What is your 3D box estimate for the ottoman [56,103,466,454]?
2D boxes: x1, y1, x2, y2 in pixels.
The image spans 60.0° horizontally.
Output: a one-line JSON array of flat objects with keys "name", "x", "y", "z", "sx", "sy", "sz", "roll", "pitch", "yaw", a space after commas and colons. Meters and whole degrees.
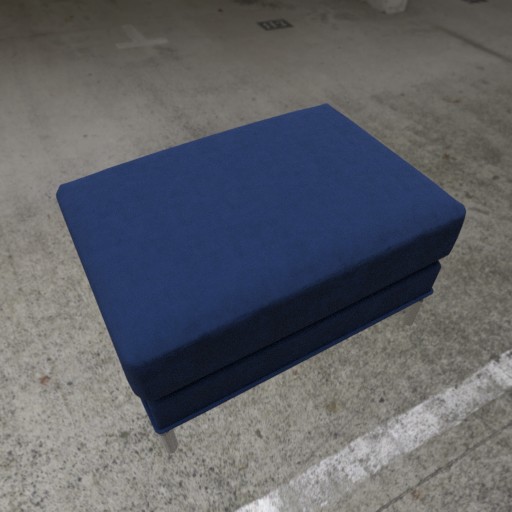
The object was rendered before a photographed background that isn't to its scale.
[{"name": "ottoman", "x": 0.000, "y": 0.000, "z": 1.204, "sx": 0.835, "sy": 0.498, "sz": 0.587, "roll": -22, "pitch": 51, "yaw": -19}]
